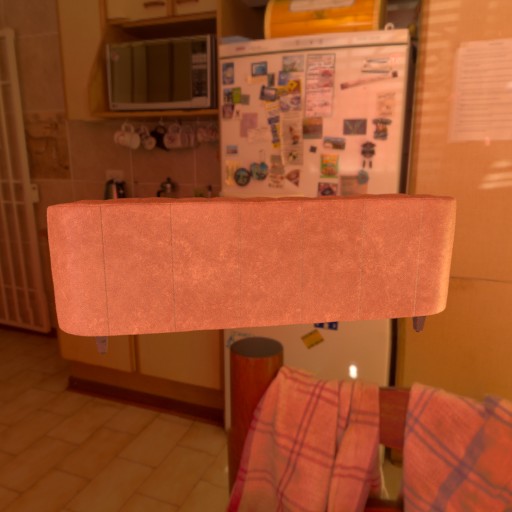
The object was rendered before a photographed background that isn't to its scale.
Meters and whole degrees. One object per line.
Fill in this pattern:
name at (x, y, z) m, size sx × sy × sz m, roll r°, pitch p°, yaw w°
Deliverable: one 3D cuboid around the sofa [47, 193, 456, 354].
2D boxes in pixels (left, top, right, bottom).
sofa at (0.000, 0.000, 2.664) m, size 2.257 × 0.791 × 0.922 m, roll -2°, pitch 14°, yaw -9°
